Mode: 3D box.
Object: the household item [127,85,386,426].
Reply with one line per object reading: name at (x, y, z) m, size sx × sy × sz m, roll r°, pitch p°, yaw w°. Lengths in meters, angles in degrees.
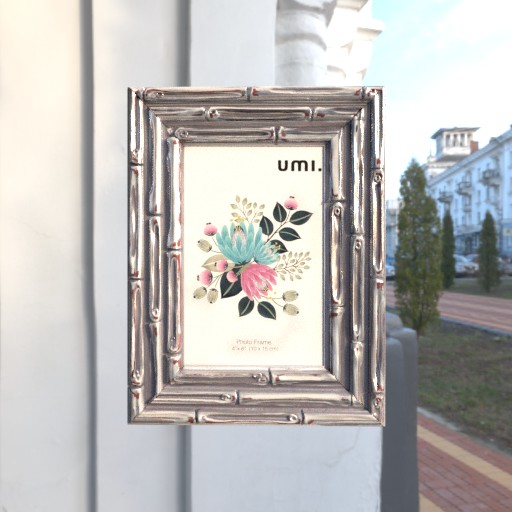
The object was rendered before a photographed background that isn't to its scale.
household item at (0.000, 0.000, 0.290) m, size 0.165 × 0.216 × 0.025 m, roll 0°, pitch 0°, yaw 1°
